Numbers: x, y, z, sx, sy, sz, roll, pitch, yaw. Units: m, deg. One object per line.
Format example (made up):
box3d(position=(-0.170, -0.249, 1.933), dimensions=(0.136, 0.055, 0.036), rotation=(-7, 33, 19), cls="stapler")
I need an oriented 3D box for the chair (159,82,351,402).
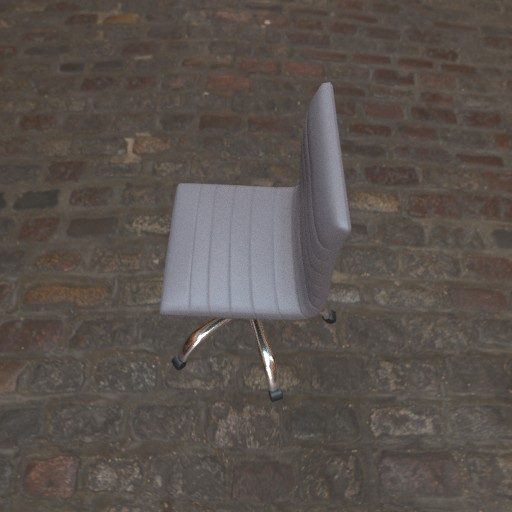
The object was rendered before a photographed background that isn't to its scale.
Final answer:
box3d(position=(0.000, 0.000, 1.157), dimensions=(0.530, 0.780, 0.556), rotation=(1, 57, 0), cls="chair")
